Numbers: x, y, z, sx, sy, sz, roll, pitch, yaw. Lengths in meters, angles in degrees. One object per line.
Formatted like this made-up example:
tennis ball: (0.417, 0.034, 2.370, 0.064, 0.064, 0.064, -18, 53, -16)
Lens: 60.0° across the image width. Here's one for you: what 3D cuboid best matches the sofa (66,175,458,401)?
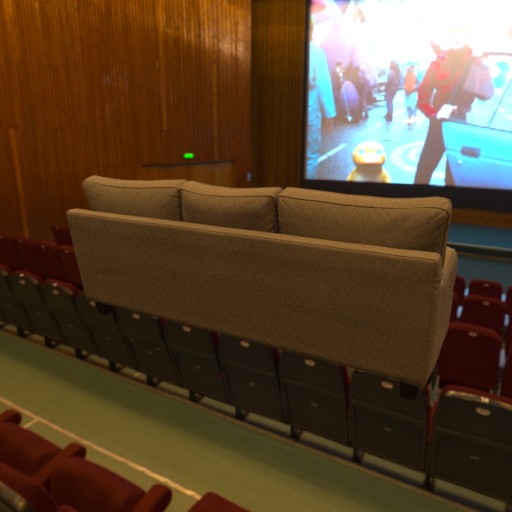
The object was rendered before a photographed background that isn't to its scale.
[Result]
sofa: (0.000, 0.000, 2.851, 2.323, 0.991, 1.016, 9, 18, 28)
